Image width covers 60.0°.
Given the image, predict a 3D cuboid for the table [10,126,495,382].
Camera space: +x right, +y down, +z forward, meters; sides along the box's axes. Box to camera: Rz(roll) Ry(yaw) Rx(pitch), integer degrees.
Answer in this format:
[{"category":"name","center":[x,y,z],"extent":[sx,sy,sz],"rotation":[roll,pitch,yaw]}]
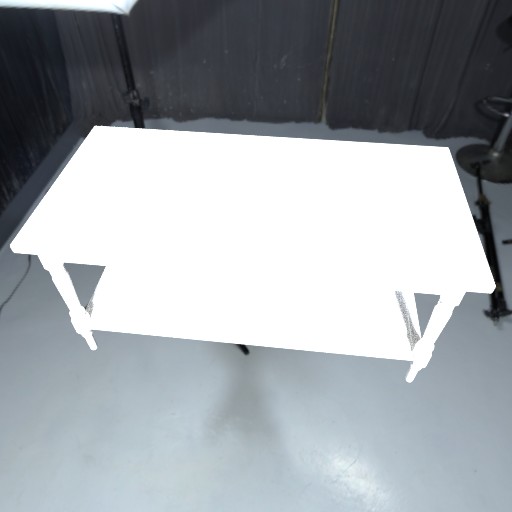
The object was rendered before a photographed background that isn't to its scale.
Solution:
[{"category":"table","center":[0.000,0.000,1.372],"extent":[1.107,0.510,0.550],"rotation":[5,46,5]}]
